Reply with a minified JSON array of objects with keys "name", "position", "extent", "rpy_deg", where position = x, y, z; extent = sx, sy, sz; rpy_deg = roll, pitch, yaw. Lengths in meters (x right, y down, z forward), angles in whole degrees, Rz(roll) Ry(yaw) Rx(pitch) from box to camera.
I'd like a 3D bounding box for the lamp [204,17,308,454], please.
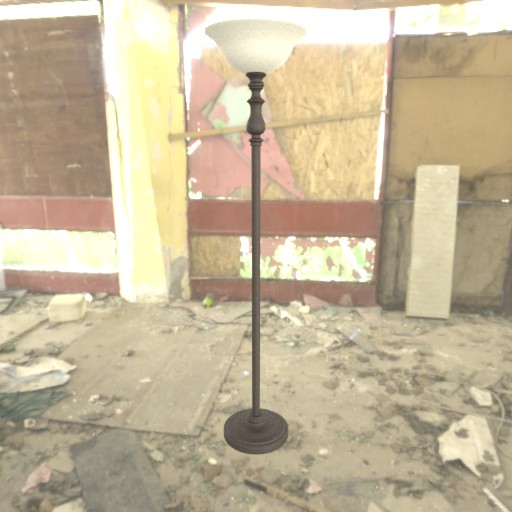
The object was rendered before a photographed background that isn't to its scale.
[{"name":"lamp","position":[0.000,0.000,1.942],"extent":[0.405,1.797,0.405],"rpy_deg":[7,16,26]}]
